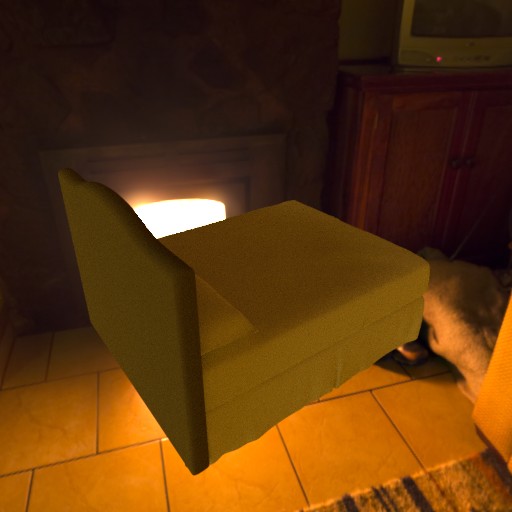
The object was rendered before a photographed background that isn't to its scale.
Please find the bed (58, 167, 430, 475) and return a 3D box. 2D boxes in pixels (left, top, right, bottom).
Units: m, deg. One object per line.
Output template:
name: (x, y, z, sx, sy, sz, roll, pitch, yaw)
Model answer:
bed: (0.000, 0.000, 3.122, 2.036, 1.387, 1.666, -19, 34, -31)
